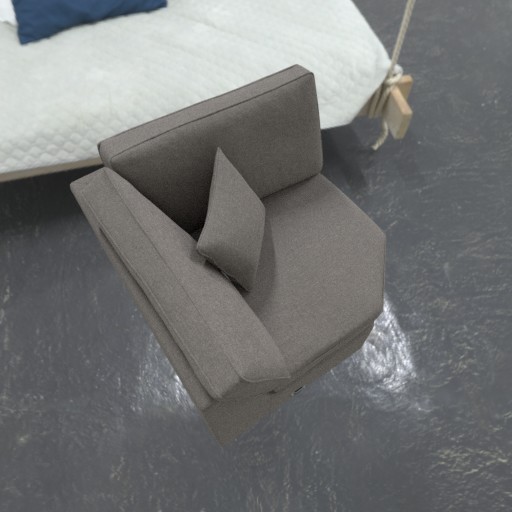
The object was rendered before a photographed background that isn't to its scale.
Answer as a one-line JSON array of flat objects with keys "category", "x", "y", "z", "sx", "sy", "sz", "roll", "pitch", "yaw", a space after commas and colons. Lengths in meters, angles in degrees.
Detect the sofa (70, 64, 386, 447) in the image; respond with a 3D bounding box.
[{"category": "sofa", "x": 0.000, "y": 0.000, "z": 1.863, "sx": 1.042, "sy": 0.951, "sz": 1.050, "roll": -29, "pitch": 63, "yaw": -16}]
